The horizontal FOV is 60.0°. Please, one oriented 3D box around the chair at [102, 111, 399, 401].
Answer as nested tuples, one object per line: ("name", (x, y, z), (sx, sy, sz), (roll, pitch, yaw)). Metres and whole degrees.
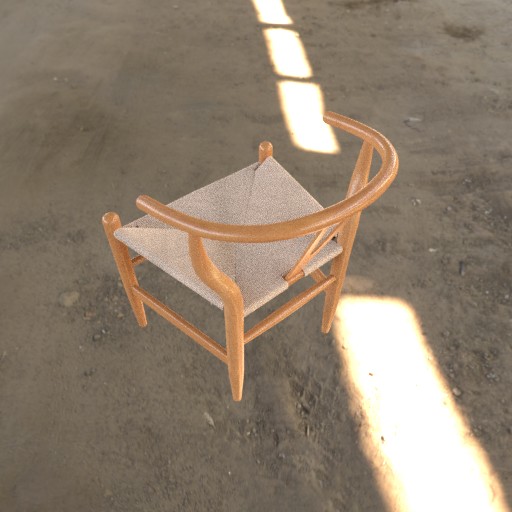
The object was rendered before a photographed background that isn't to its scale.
("chair", (0.000, 0.000, 1.180), (0.569, 0.730, 0.579), (-31, 53, -26))
